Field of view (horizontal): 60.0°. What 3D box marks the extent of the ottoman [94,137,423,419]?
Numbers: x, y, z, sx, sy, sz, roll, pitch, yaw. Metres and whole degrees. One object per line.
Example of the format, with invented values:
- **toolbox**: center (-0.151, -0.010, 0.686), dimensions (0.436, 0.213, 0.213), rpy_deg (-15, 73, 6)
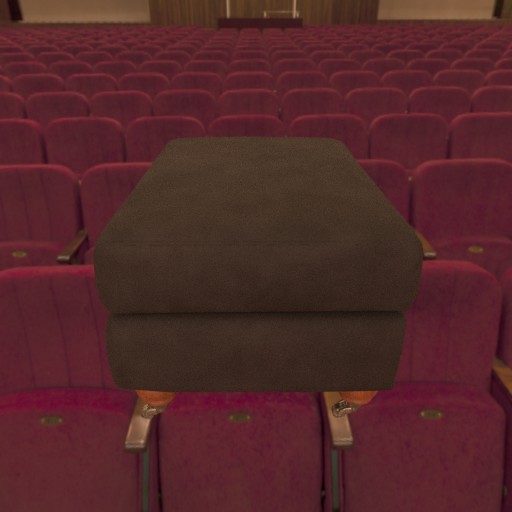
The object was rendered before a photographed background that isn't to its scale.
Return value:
- **ottoman**: center (0.000, 0.000, 1.137), dimensions (0.574, 0.497, 0.773), rpy_deg (0, 27, 0)
